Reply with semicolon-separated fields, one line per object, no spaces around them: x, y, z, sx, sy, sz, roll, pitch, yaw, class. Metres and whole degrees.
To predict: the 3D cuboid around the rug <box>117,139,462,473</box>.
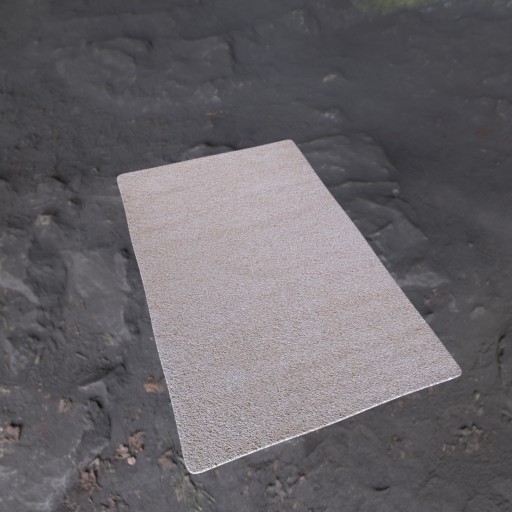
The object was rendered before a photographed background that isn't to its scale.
0.000;0.000;2.928;1.500;0.026;2.349;-15;49;-13;rug
